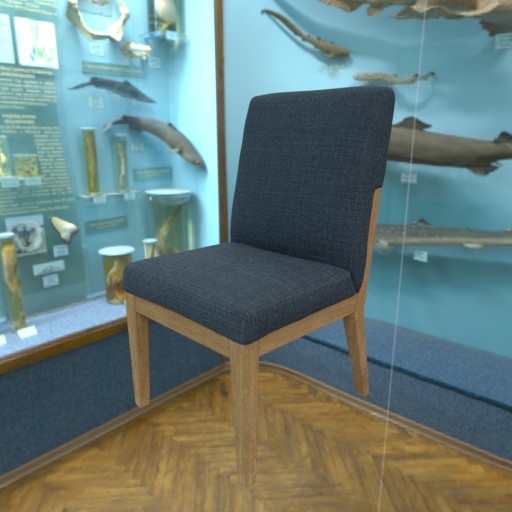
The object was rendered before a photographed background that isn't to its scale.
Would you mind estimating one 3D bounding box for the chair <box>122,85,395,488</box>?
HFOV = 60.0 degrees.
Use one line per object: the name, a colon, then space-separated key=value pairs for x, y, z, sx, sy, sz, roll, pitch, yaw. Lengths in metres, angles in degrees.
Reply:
chair: x=0.000 y=0.000 z=1.246 sx=0.507 sy=0.911 sz=0.586 roll=15 pitch=21 yaw=42
